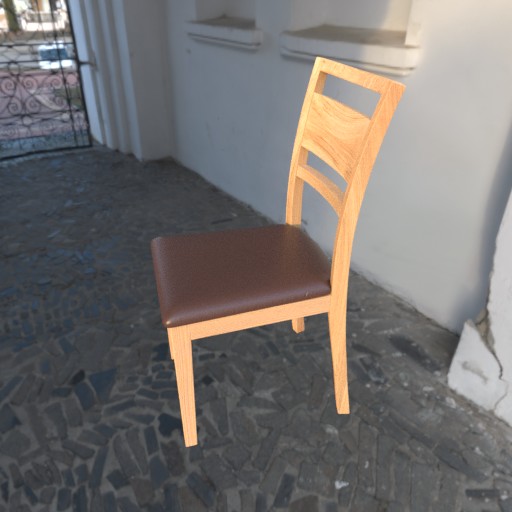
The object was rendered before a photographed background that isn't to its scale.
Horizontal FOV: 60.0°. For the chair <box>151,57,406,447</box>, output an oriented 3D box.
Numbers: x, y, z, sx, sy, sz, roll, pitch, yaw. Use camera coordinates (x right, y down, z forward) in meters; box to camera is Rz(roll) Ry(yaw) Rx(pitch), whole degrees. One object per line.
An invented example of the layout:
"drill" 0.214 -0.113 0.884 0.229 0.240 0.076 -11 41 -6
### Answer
"chair" 0.000 0.000 1.210 0.545 0.940 0.420 -8 32 -13
